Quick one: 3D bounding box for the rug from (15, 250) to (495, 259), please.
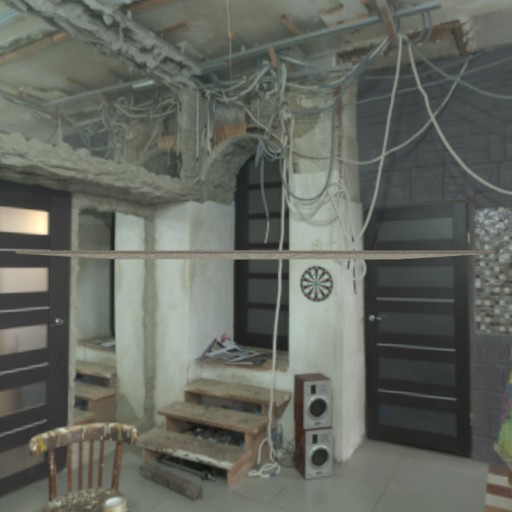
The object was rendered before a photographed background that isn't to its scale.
[{"bbox_3d":[0.000,0.000,2.073,1.677,0.011,1.066,0,-2,0],"label":"rug"}]
